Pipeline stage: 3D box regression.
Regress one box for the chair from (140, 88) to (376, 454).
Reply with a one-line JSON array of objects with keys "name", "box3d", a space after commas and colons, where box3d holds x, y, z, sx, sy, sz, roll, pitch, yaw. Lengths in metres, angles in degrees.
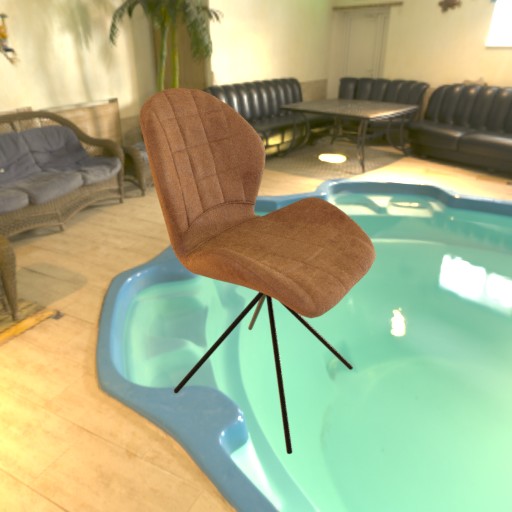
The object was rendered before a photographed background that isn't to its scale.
[{"name": "chair", "box3d": [0.000, 0.000, 1.346, 0.640, 0.929, 0.527, 16, 30, 30]}]
